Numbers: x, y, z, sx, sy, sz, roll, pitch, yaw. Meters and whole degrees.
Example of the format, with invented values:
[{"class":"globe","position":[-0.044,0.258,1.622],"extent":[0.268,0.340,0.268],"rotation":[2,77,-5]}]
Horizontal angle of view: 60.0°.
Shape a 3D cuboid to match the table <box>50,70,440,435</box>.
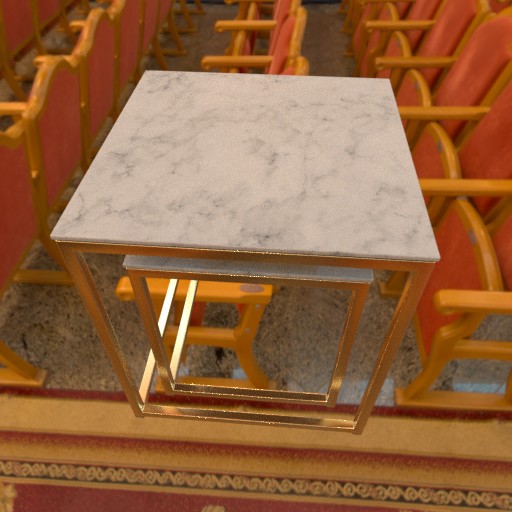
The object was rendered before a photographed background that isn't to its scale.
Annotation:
[{"class":"table","position":[0.000,0.000,0.842],"extent":[0.450,0.500,0.450],"rotation":[3,46,3]}]
